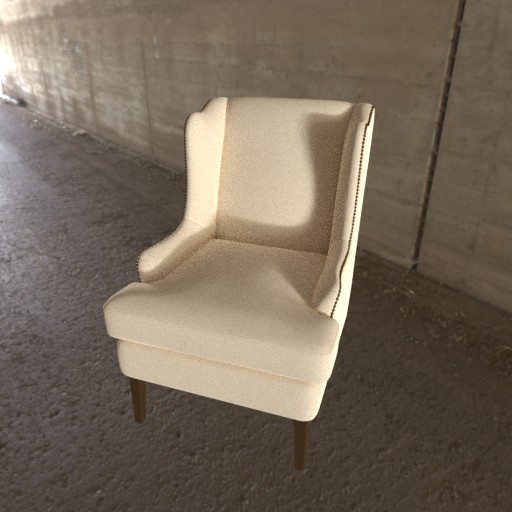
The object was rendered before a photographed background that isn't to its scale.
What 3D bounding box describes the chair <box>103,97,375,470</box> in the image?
[{"bbox_3d":[0.000,0.000,1.659,0.737,1.029,0.940,9,28,17],"label":"chair"}]
